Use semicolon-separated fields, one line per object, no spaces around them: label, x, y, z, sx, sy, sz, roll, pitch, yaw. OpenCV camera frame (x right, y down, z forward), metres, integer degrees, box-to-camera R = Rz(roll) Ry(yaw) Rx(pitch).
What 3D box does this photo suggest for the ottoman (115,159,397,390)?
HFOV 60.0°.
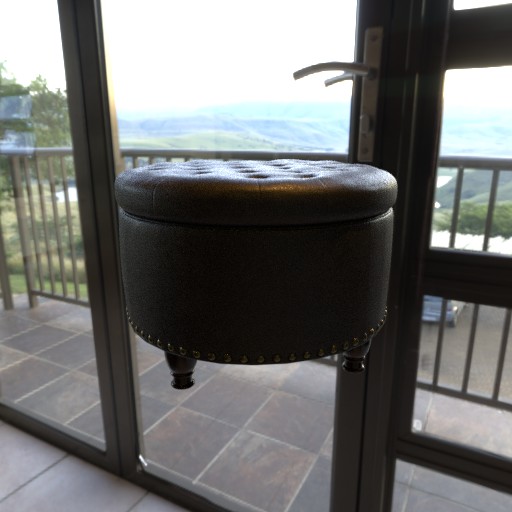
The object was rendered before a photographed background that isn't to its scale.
ottoman;0.000;0.000;1.090;0.637;0.442;0.637;0;15;0
